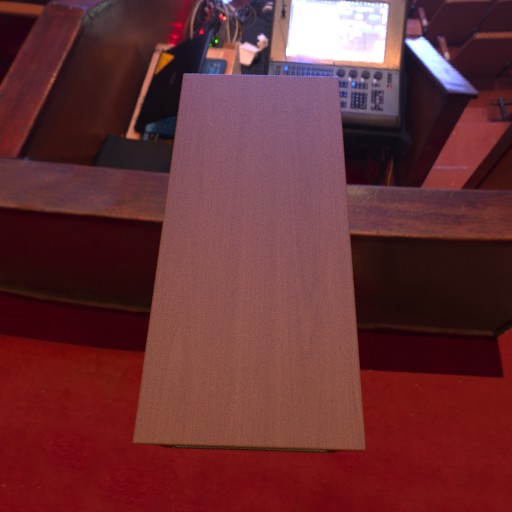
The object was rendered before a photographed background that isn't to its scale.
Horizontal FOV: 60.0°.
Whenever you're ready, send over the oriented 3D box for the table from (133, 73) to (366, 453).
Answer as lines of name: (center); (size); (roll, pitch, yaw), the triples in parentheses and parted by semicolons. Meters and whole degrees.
table: (0.000, 0.000, 1.365); (0.500, 0.400, 1.100); (1, 64, 1)
